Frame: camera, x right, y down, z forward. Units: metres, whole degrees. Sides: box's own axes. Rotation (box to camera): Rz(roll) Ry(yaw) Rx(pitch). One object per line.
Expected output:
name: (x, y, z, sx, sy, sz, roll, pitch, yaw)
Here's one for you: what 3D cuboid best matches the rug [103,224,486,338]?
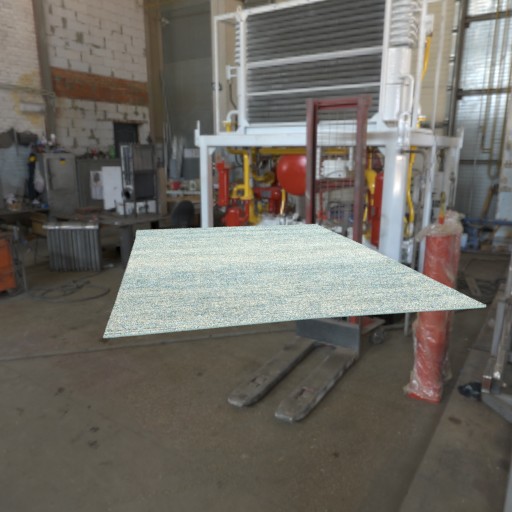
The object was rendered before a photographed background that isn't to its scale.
rug: (0.000, 0.000, 2.852, 1.611, 0.026, 2.260, -3, 14, -11)
